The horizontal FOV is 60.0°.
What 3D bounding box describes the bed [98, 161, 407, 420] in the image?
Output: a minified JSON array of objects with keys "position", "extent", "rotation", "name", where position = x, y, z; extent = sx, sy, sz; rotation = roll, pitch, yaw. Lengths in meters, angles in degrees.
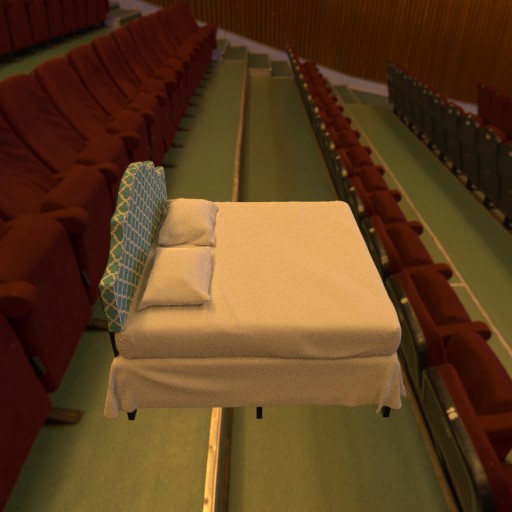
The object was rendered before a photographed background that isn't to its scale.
[{"position":[0.000,0.000,3.798],"extent":[2.222,1.601,2.314],"rotation":[0,33,-1],"name":"bed"}]
